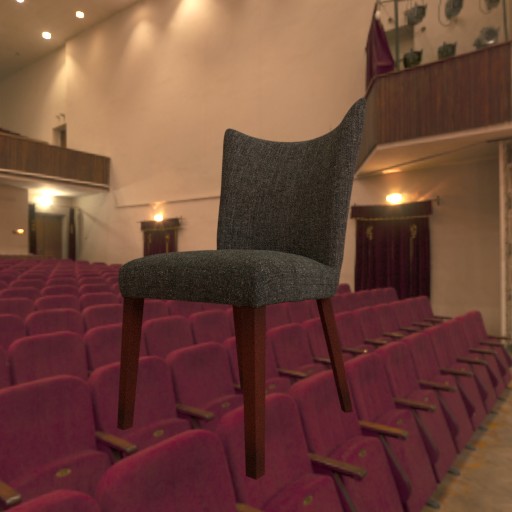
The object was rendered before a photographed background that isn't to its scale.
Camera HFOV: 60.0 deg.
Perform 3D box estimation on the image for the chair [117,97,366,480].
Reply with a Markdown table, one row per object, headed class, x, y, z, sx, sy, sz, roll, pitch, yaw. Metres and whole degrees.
| class | x | y | z | sx | sy | sz | roll | pitch | yaw |
| --- | --- | --- | --- | --- | --- | --- | --- | --- | --- |
| chair | 0.000 | 0.000 | 1.295 | 0.535 | 0.924 | 0.623 | -1 | -1 | 37 |
